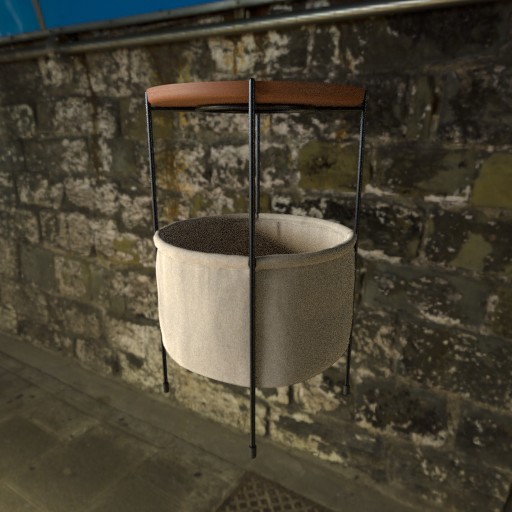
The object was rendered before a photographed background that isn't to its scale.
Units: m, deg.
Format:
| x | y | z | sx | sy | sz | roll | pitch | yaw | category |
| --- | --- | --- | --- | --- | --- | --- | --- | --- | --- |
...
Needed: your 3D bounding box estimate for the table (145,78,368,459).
| x | y | z | sx | sy | sz | roll | pitch | yaw | category |
| --- | --- | --- | --- | --- | --- | --- | --- | --- | --- |
| 0.000 | 0.000 | 0.889 | 0.393 | 0.623 | 0.393 | -14 | 21 | -41 | table |
